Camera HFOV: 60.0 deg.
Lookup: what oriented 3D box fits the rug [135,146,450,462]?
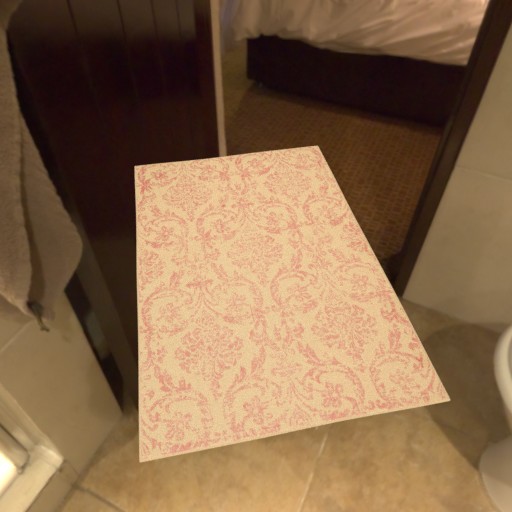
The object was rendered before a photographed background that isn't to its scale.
[{"bbox_3d":[0.000,0.000,3.426,1.819,0.018,2.746,-8,47,-8],"label":"rug"}]
